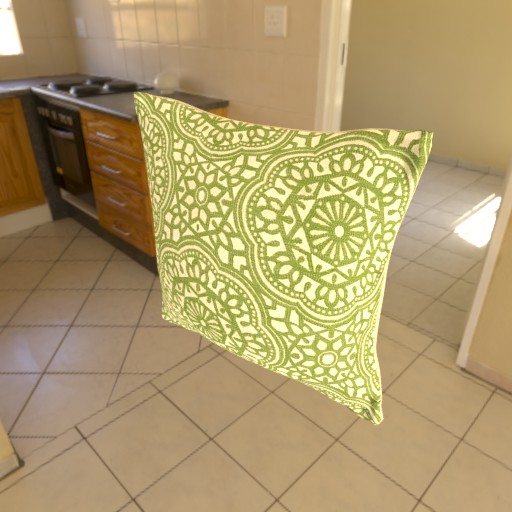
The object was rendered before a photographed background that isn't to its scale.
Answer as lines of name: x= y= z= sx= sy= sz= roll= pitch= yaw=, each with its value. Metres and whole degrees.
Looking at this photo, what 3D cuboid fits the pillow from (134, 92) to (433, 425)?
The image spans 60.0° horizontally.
pillow: x=0.000 y=0.000 z=0.645 sx=0.440 sy=0.419 sz=0.162 roll=19 pitch=34 yaw=30
